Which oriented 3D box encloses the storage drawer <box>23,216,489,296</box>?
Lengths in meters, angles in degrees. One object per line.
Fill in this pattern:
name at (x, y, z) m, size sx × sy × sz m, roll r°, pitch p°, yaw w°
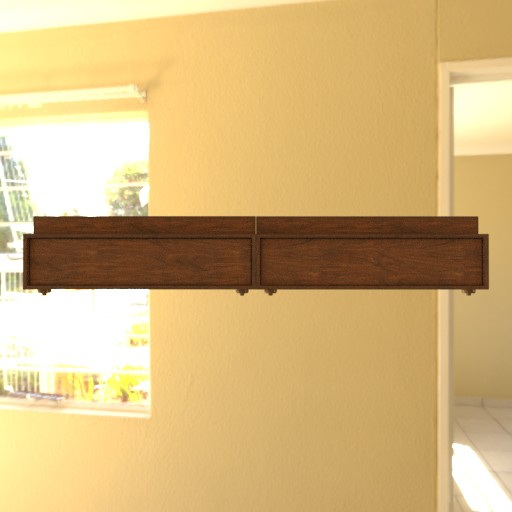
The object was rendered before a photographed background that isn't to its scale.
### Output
storage drawer at (0.000, 0.000, 2.208) m, size 1.914 × 0.339 × 0.774 m, roll 0°, pitch 0°, yaw 0°
